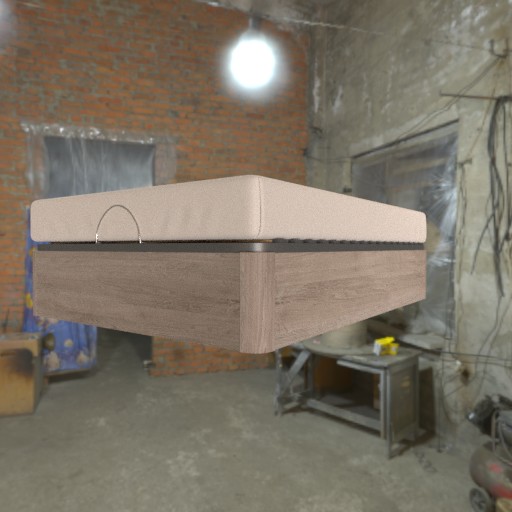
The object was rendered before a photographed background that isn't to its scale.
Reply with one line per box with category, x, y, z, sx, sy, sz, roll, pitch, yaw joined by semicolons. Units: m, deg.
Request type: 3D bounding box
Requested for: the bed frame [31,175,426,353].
bed frame;0.000;0.000;2.519;1.400;0.561;1.900;1;1;36
